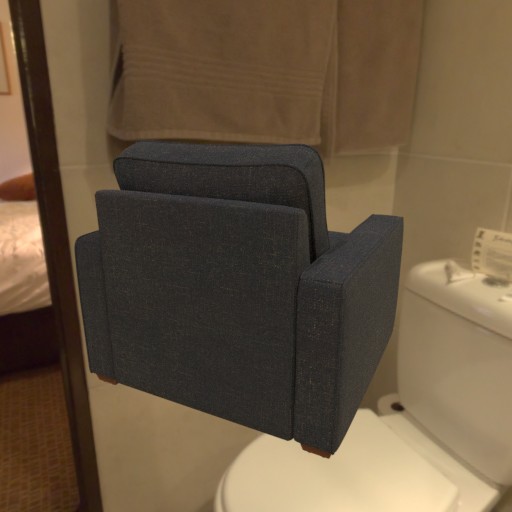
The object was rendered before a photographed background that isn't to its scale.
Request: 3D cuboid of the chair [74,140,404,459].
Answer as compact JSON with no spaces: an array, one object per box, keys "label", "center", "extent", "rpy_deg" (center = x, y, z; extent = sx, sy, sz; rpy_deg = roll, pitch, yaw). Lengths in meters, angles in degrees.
[{"label":"chair","center":[0.000,0.000,1.777],"extent":[1.017,0.919,0.940],"rpy_deg":[9,19,26]}]
